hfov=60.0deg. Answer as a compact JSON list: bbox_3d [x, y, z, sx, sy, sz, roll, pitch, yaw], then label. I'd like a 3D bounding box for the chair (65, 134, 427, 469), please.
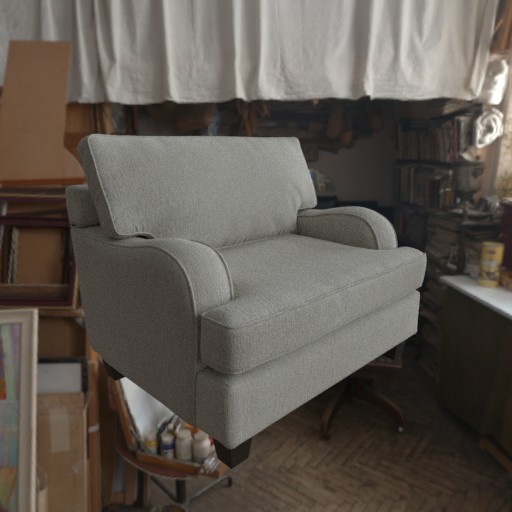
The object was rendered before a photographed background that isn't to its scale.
[{"bbox_3d":[0.000,0.000,1.926,1.220,1.016,1.041,-14,20,-43],"label":"chair"}]
